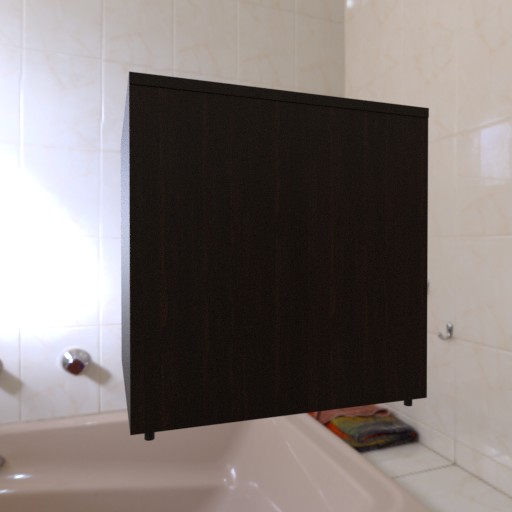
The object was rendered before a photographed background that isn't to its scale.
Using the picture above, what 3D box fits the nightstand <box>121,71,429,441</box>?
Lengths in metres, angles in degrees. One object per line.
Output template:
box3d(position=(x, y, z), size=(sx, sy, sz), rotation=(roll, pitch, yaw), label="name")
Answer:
box3d(position=(0.000, 0.000, 0.809), size=(0.461, 0.460, 0.400), rotation=(0, 1, -18), label="nightstand")
